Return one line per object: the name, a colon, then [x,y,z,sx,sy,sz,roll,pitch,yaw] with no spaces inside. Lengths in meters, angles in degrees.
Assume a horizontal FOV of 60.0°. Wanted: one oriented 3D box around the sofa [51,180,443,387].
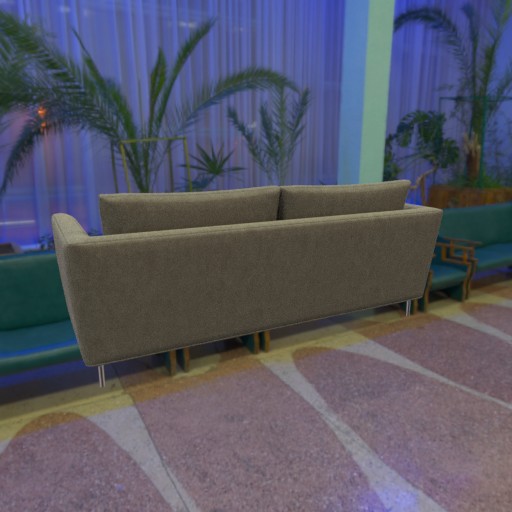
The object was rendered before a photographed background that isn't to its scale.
sofa: [0.000,0.000,2.611,2.121,0.864,0.889,-7,16,-26]
